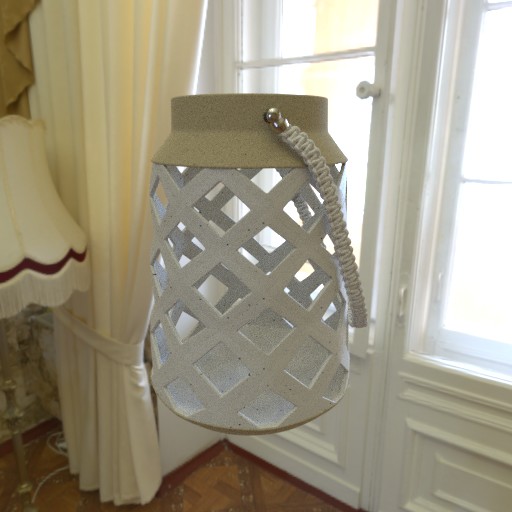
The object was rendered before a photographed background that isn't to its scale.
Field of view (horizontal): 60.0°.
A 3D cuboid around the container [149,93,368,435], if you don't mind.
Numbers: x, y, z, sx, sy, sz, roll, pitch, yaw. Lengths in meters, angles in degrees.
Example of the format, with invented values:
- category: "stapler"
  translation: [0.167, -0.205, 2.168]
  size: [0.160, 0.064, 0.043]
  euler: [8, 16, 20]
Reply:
- category: "container"
  translation: [0.000, 0.000, 0.342]
  size: [0.172, 0.229, 0.163]
  euler: [-2, 17, -8]
